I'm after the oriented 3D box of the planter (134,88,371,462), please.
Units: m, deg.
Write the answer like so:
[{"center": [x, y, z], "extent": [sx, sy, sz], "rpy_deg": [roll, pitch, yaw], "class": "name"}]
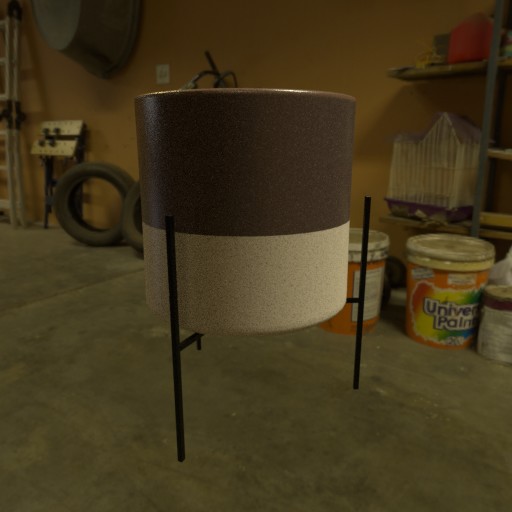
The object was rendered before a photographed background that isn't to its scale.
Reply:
[{"center": [0.000, 0.000, 0.530], "extent": [0.260, 0.353, 0.250], "rpy_deg": [-3, 15, -9], "class": "planter"}]
